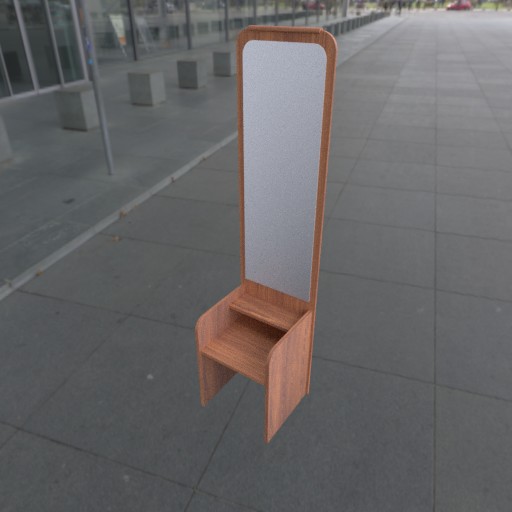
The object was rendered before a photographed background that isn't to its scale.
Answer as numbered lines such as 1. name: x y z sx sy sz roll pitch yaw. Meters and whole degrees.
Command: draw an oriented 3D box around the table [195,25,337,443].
1. table: 0.000 0.000 2.004 0.450 1.830 0.420 19 35 29
